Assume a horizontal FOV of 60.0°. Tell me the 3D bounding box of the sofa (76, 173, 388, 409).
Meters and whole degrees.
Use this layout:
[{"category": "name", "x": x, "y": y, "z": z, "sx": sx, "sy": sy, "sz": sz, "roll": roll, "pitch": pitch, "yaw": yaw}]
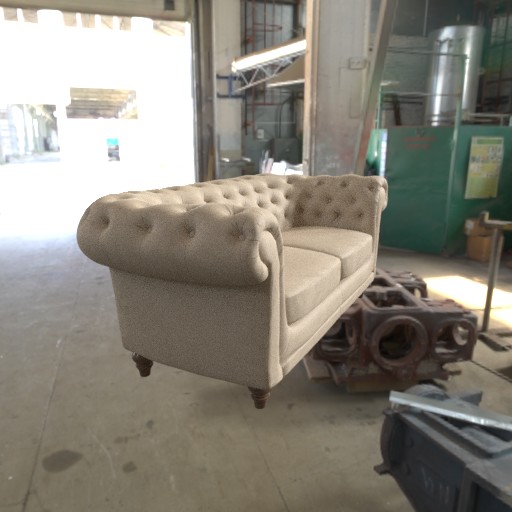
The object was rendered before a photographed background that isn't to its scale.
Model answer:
[{"category": "sofa", "x": 0.000, "y": 0.000, "z": 2.524, "sx": 1.069, "sy": 0.835, "sz": 1.988, "roll": 8, "pitch": 16, "yaw": 27}]
